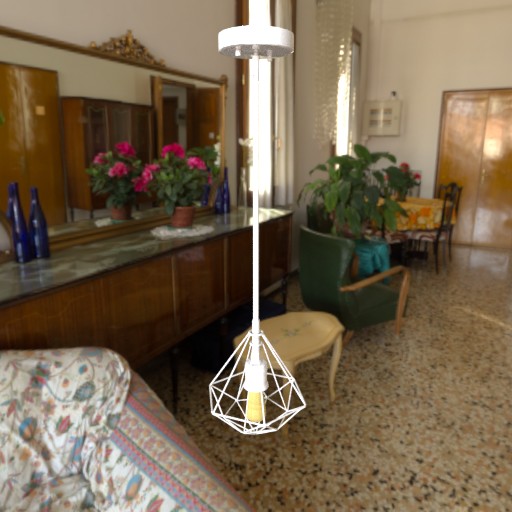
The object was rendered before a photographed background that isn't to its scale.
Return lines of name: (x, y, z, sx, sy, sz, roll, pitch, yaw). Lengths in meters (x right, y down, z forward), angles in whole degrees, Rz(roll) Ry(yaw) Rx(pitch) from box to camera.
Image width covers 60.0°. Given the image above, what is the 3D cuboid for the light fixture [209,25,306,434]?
light fixture: (0.000, 0.000, 1.934, 0.431, 1.764, 0.487, -2, 14, -8)
